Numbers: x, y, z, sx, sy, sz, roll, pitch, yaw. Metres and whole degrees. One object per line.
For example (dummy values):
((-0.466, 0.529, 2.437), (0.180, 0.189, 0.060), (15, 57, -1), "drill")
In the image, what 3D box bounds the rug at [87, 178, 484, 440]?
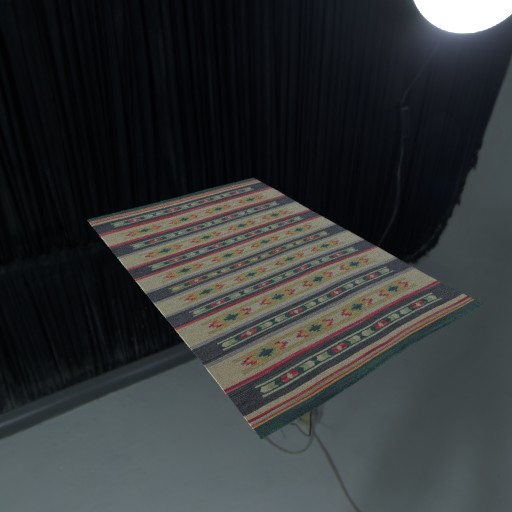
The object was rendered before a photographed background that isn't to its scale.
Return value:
((0.000, 0.000, 2.910), (1.522, 0.010, 2.311), (-20, 36, -29), "rug")
